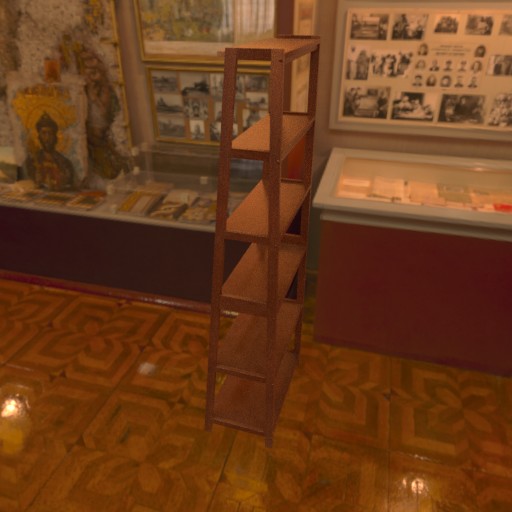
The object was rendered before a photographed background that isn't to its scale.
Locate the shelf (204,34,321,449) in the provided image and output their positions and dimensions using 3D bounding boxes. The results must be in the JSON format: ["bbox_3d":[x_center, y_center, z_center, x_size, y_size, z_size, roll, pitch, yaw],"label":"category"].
[{"bbox_3d":[0.000,0.000,2.155,0.382,1.892,0.660,9,31,15],"label":"shelf"}]
